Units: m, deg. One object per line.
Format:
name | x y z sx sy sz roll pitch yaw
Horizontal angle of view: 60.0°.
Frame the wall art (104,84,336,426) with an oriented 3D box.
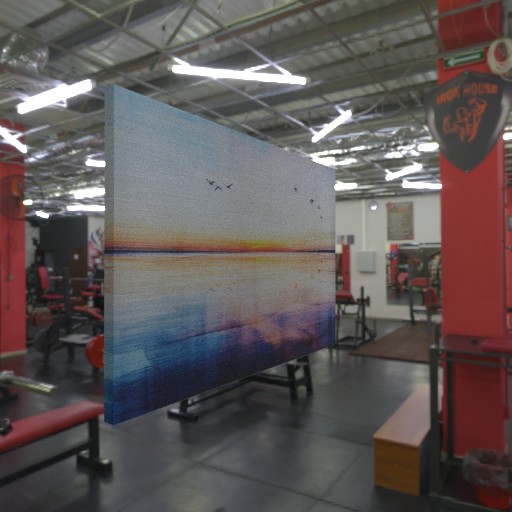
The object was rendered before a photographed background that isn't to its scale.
wall art | 0.000 0.000 1.453 0.034 0.756 1.137 0 0 35
